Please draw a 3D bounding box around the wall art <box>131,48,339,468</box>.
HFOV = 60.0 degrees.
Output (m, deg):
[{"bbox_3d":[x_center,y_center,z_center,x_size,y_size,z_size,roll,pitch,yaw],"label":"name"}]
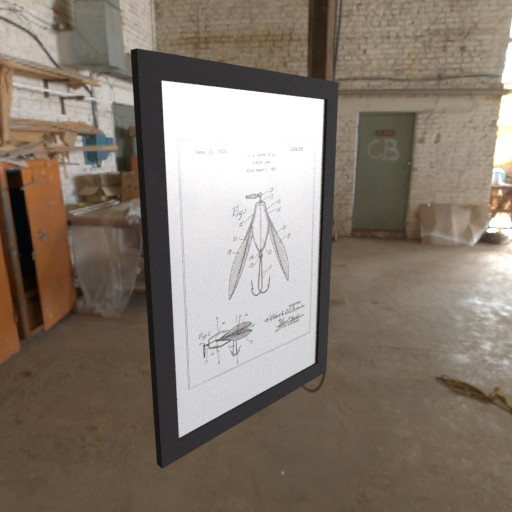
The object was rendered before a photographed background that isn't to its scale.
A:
[{"bbox_3d":[0.000,0.000,0.680,0.013,0.534,0.380,14,19,43],"label":"wall art"}]
